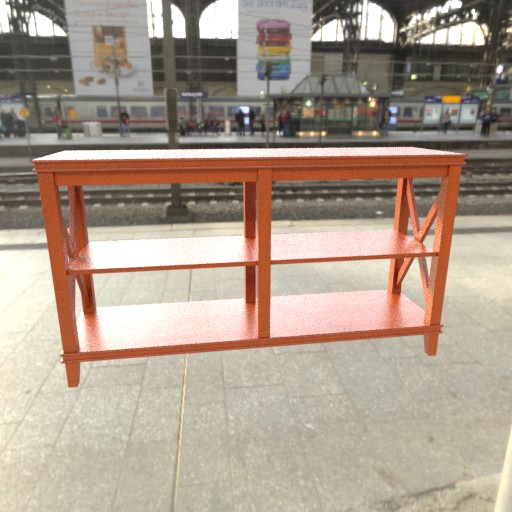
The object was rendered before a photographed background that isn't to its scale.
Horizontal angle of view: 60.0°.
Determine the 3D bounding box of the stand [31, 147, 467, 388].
[{"bbox_3d":[0.000,0.000,1.670,1.372,0.762,0.381,-3,18,-9],"label":"stand"}]
